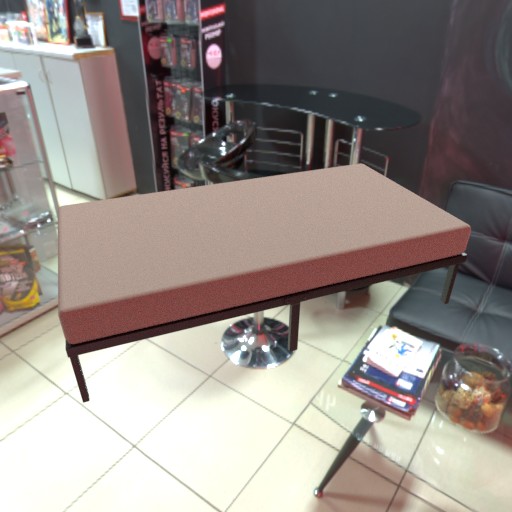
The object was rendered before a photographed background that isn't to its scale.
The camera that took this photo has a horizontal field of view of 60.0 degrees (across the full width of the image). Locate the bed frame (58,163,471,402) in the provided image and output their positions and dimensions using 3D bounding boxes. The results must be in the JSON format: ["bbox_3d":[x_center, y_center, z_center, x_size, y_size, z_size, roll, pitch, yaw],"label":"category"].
[{"bbox_3d":[0.000,0.000,3.289,2.635,0.680,1.393,-11,33,-18],"label":"bed frame"}]
